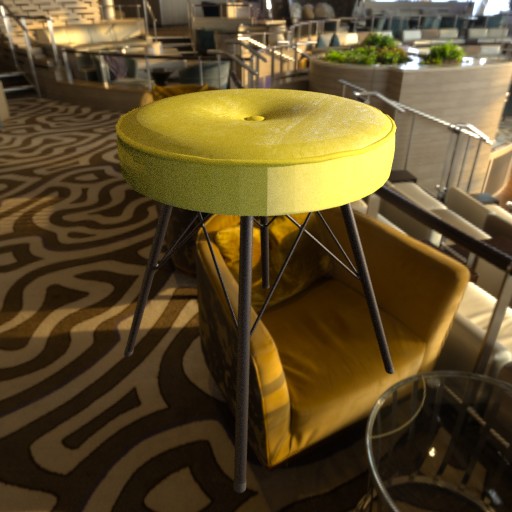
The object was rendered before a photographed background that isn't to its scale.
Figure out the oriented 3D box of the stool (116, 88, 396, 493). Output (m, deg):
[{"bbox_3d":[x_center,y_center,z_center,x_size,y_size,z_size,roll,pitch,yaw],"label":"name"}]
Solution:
[{"bbox_3d":[0.000,0.000,0.783,0.409,0.508,0.409,-23,38,-33],"label":"stool"}]
